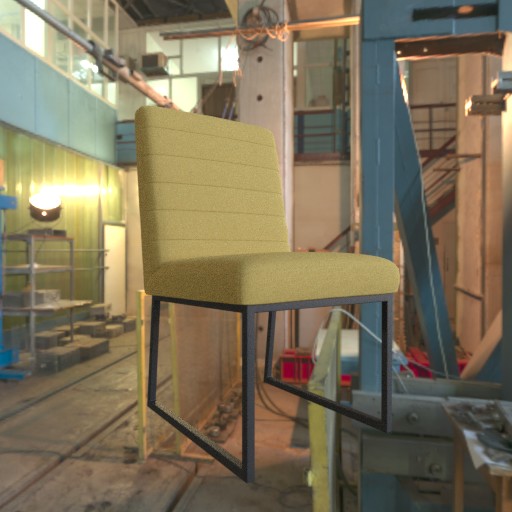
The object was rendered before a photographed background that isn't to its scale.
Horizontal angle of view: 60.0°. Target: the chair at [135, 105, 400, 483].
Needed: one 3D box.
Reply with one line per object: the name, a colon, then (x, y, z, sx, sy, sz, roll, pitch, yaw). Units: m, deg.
chair: (0.000, 0.000, 1.284, 0.520, 0.930, 0.634, 0, 1, -35)
